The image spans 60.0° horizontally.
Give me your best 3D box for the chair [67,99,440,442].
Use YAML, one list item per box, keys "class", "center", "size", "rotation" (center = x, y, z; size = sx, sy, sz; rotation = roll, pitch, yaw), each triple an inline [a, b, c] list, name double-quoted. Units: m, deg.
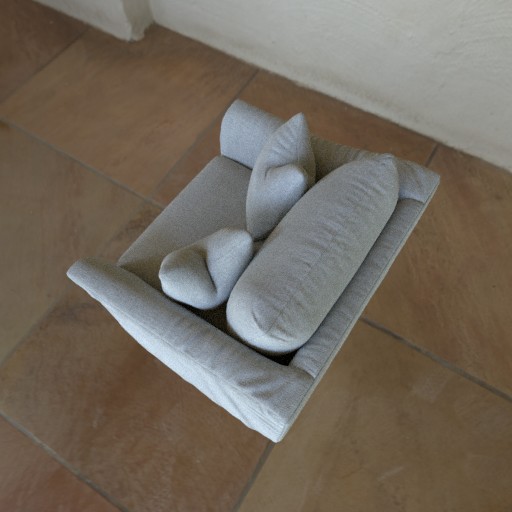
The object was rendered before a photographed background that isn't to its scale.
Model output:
- class: "chair"
  center: [0.000, 0.000, 2.043]
  size: [1.071, 1.059, 1.194]
  rotation: [32, 67, 15]
